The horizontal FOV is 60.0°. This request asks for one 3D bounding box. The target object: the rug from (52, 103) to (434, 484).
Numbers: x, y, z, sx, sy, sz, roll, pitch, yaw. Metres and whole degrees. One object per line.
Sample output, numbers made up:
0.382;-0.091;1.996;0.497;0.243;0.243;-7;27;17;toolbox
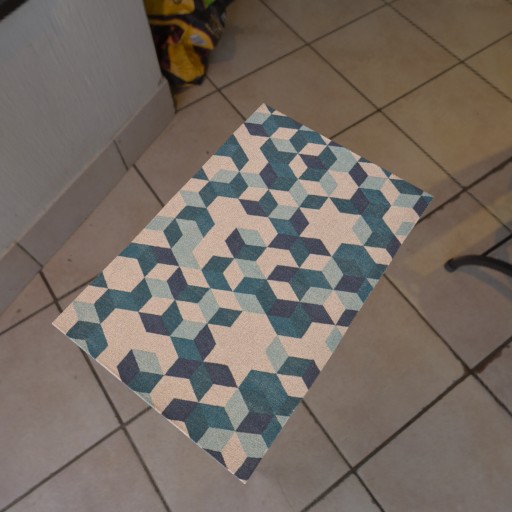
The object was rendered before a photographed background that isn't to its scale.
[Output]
0.000;0.000;2.400;1.235;0.014;1.829;33;69;15;rug
